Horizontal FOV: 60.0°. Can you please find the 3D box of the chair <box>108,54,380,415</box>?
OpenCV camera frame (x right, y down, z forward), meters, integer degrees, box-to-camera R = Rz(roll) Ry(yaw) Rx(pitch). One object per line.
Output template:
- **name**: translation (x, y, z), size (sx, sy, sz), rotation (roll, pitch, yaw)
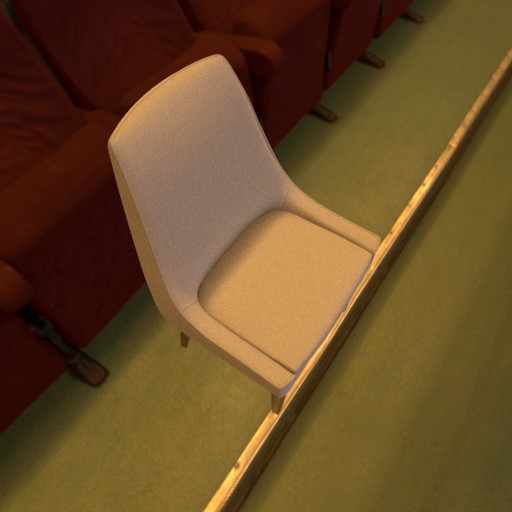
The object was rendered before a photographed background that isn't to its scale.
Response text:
- **chair**: translation (0.000, 0.000, 1.212), size (0.544, 0.861, 0.529), rotation (30, 62, 18)
